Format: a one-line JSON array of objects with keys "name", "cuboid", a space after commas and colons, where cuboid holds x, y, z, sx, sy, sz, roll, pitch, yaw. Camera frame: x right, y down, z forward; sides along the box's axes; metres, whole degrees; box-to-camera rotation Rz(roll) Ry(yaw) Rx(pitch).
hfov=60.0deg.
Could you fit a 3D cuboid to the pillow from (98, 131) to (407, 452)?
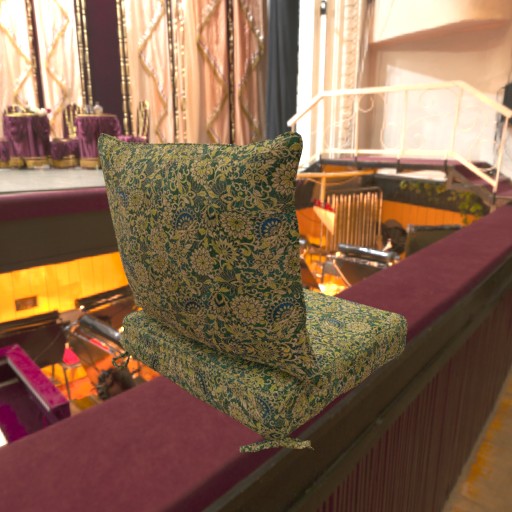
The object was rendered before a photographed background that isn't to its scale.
[{"name": "pillow", "cuboid": [0.000, 0.000, 1.352, 0.798, 0.722, 0.740, 14, 20, 42]}]
